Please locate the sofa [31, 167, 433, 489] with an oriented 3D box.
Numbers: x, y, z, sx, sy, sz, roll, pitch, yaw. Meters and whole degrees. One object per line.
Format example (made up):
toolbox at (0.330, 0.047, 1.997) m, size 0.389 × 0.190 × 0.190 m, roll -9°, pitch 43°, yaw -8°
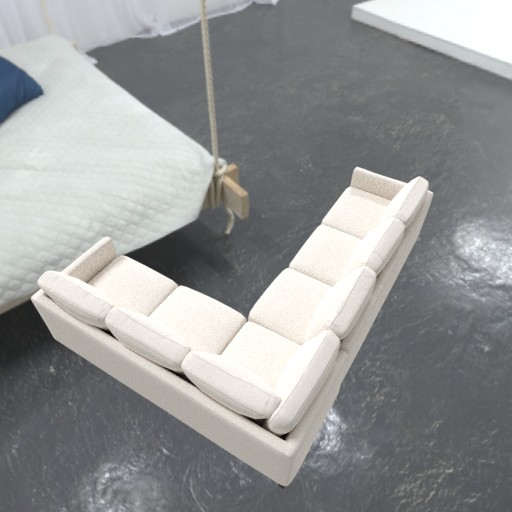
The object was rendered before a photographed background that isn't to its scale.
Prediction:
sofa at (0.000, 0.000, 4.461) m, size 2.593 × 0.947 × 3.302 m, roll 24°, pitch 51°, yaw 21°
